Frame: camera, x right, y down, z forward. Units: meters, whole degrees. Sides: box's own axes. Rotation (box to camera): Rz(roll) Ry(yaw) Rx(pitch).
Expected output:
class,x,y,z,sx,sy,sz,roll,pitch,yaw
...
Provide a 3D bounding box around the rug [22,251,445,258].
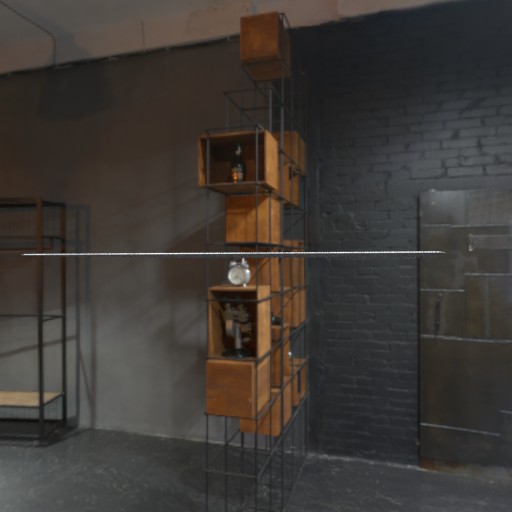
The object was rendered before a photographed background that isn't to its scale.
class,x,y,z,sx,sy,sz,roll,pitch,yaw
rug,0.000,0.000,4.095,3.048,0.012,2.438,0,-1,19
